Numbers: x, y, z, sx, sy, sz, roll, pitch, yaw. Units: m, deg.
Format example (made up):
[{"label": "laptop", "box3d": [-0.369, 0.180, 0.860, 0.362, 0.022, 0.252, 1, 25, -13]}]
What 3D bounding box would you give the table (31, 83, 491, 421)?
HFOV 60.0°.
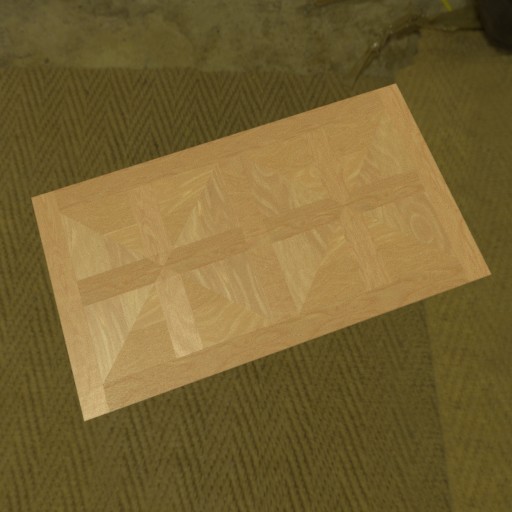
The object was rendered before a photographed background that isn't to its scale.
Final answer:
[{"label": "table", "box3d": [0.000, 0.000, 1.626, 1.270, 0.507, 0.711, -19, 76, -5]}]
